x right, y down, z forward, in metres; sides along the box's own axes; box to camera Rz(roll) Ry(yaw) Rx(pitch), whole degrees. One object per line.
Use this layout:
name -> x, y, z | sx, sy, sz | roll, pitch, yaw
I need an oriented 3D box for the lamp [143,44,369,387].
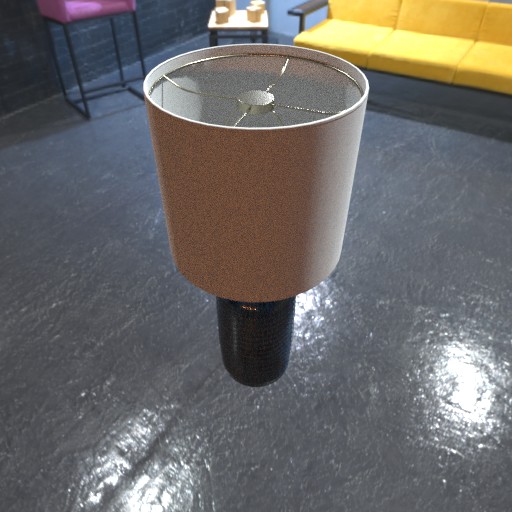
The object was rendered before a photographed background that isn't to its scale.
lamp -> 0.000, 0.000, 0.599 | 0.220, 0.475, 0.220 | 25, 48, 25
